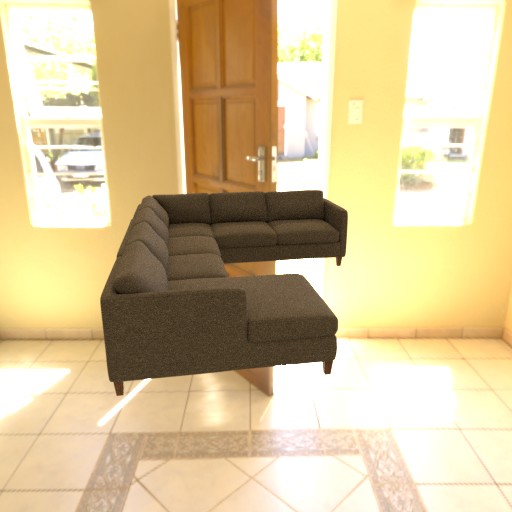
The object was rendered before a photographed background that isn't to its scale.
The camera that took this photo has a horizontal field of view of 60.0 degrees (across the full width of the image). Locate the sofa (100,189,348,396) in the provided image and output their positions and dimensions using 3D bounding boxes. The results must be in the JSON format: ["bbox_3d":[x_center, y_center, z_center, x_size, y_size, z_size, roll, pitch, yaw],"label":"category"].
[{"bbox_3d":[0.000,0.000,4.489,2.551,0.853,3.238,-3,18,-10],"label":"sofa"}]
